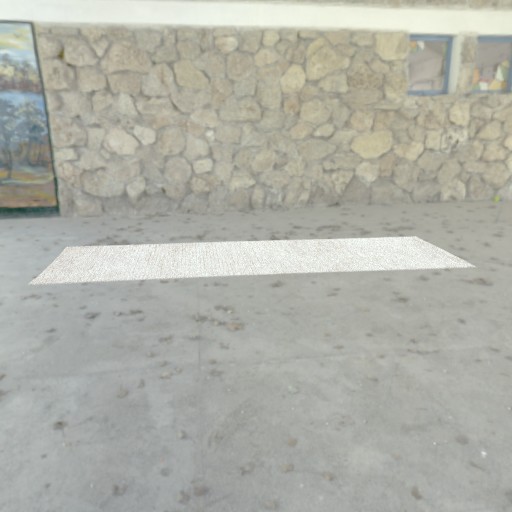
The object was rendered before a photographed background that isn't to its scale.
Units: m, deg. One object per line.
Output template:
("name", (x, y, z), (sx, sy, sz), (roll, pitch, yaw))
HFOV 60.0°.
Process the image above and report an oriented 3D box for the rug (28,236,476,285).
("rug", (0.000, 0.000, 2.621), (2.346, 0.013, 0.712), (-2, 16, -7))
